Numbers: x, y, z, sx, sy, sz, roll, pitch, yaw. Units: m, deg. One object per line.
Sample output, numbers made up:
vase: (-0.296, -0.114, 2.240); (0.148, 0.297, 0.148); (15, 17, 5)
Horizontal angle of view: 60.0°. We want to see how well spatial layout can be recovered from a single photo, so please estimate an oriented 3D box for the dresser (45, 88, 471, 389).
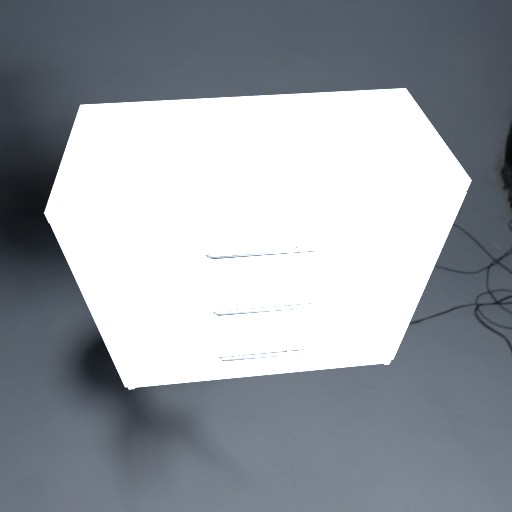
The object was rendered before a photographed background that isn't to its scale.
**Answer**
dresser: (0.000, 0.000, 1.253); (0.830, 0.740, 0.420); (-4, 47, -4)
